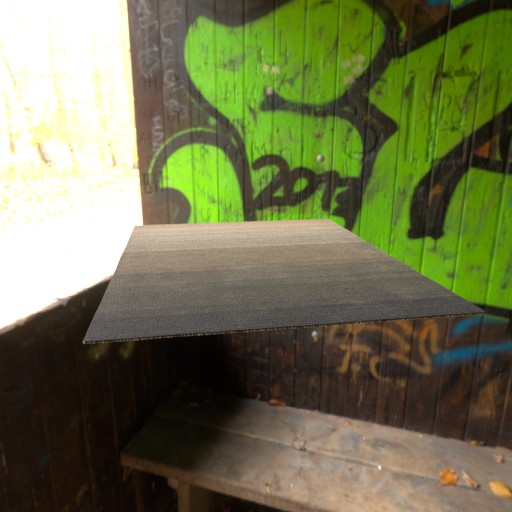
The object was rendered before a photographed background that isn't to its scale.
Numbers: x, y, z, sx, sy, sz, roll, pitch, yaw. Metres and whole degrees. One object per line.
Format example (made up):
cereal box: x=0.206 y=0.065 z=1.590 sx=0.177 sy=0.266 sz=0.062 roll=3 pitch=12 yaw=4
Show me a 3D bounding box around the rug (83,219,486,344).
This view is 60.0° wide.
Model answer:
rug: x=0.000 y=0.000 z=3.856 sx=2.315 sy=0.015 sz=2.932 roll=-3 pitch=16 yaw=-9
